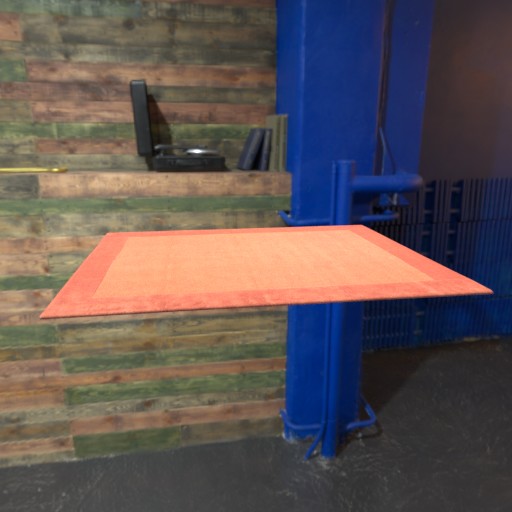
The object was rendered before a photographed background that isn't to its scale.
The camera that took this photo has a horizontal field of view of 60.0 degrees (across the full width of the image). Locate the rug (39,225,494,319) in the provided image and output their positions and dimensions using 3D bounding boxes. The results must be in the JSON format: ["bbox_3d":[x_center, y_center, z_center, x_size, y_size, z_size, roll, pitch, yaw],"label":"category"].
[{"bbox_3d":[0.000,0.000,3.983,2.976,0.018,2.430,-2,15,-9],"label":"rug"}]
